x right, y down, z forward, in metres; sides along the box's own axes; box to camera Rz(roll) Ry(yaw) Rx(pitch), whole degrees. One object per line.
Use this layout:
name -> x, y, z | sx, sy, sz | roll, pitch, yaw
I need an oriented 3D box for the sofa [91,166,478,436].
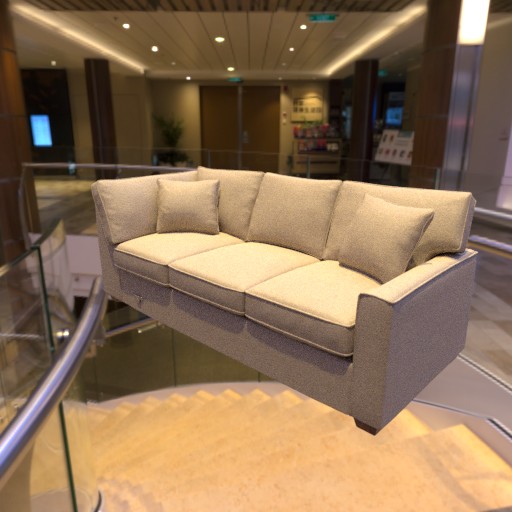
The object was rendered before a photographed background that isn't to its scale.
sofa -> 0.000, 0.000, 2.803 | 2.317, 0.962, 1.061 | 15, 22, 41
